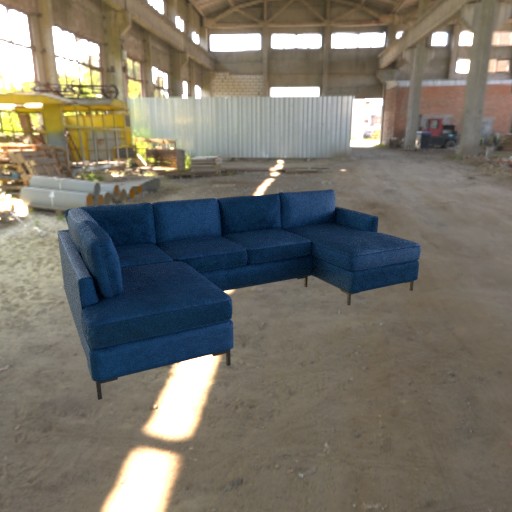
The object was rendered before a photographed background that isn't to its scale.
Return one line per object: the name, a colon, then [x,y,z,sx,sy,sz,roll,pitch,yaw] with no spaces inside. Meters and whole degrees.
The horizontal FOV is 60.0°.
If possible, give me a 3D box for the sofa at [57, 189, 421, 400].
sofa: [0.000,0.000,4.347,3.434,0.992,2.055,-8,18,-27]
